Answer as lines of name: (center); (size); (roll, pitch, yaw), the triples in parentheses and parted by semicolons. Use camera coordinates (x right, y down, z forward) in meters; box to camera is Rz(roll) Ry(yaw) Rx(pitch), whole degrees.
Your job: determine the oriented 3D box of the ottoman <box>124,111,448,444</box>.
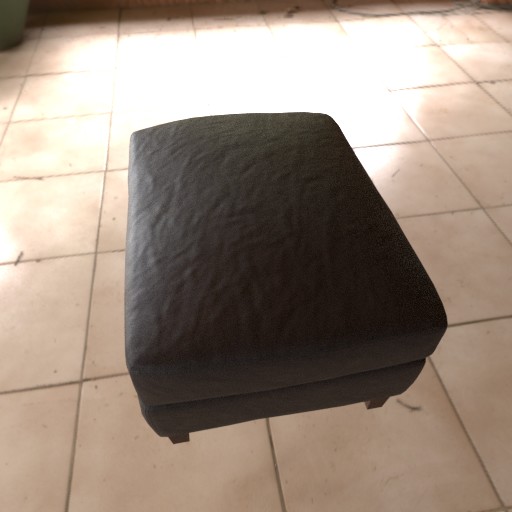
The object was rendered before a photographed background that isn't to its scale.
ottoman: (0.000, 0.000, 1.248); (0.659, 0.529, 0.887); (-8, 47, -7)
